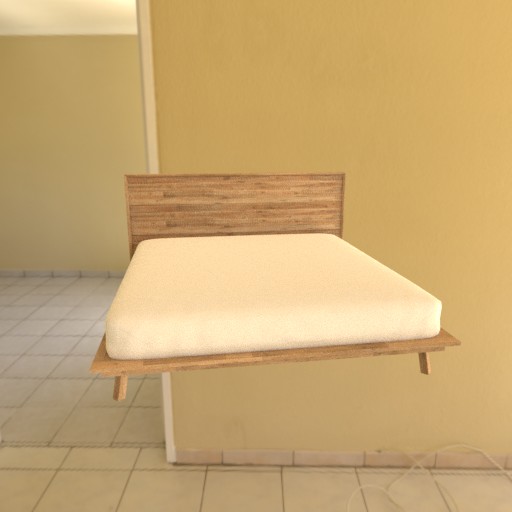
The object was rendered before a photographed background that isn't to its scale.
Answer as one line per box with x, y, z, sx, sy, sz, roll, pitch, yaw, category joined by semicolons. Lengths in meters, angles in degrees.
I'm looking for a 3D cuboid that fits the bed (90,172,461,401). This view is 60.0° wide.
0.000;0.000;3.365;2.116;1.100;2.167;-2;15;-9;bed
